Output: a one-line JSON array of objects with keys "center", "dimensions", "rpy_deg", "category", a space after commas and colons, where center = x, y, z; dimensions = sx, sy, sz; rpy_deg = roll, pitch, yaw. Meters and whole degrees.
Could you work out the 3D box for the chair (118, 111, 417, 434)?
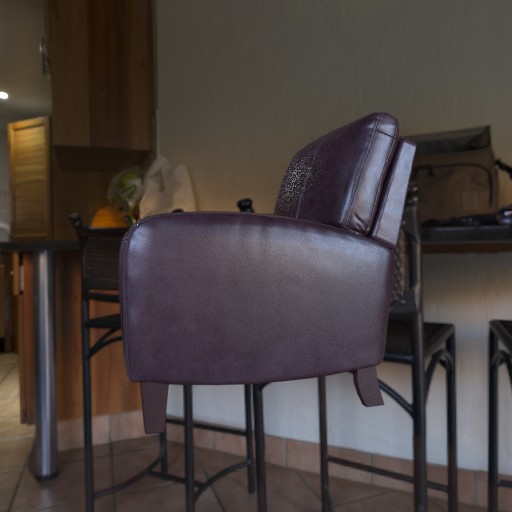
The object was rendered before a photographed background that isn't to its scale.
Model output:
[{"center": [0.000, 0.000, 1.677], "dimensions": [0.990, 0.990, 0.762], "rpy_deg": [0, 1, -18], "category": "chair"}]
